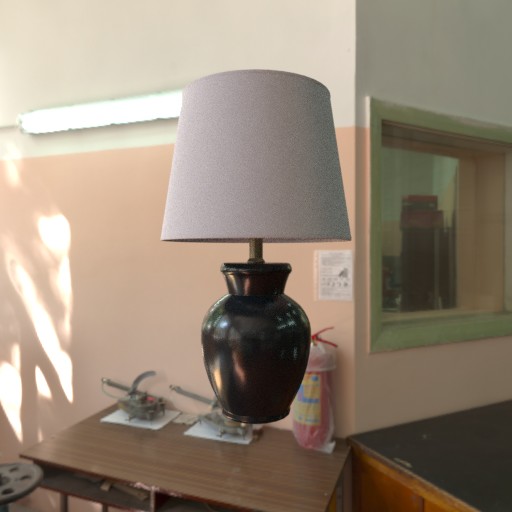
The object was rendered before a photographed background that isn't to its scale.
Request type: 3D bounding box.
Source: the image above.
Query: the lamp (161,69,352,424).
[{"bbox_3d":[0.000,0.000,0.567,0.239,0.399,0.239,0,0,0],"label":"lamp"}]
